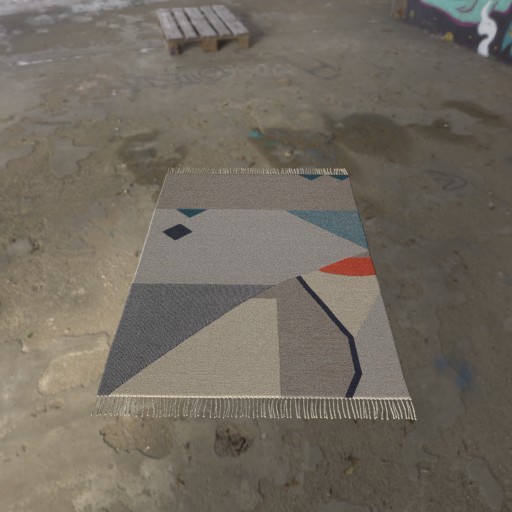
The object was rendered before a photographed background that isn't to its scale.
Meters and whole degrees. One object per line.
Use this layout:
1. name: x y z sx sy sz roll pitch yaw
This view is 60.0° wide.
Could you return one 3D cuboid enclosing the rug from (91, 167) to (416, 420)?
1. rug: 0.000 0.000 2.329 1.220 0.005 1.828 0 41 0
